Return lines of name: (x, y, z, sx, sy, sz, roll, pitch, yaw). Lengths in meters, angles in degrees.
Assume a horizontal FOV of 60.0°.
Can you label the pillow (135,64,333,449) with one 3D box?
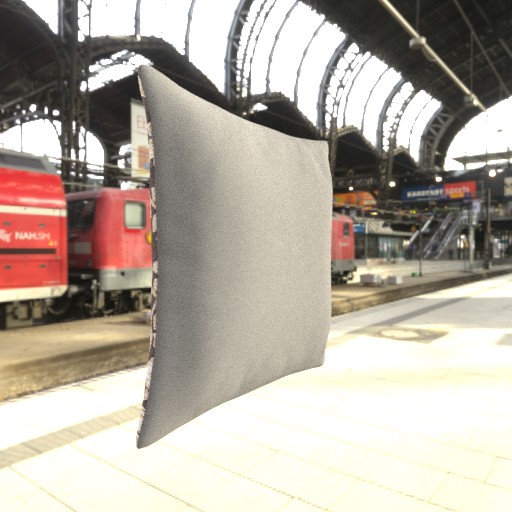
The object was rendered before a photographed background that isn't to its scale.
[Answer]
pillow: (0.000, 0.000, 0.792, 0.166, 0.507, 0.526, 1, 1, 36)
